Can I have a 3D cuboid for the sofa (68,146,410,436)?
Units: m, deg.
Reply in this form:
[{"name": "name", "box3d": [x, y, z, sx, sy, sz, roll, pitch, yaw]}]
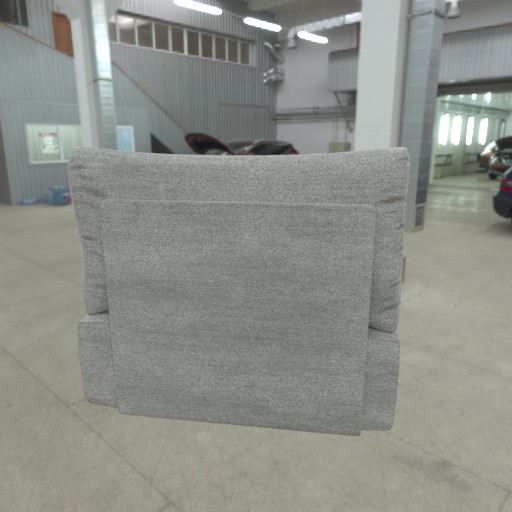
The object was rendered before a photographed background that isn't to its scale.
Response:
[{"name": "sofa", "box3d": [0.000, 0.000, 1.689, 0.930, 0.820, 1.000, 2, 15, 8]}]
